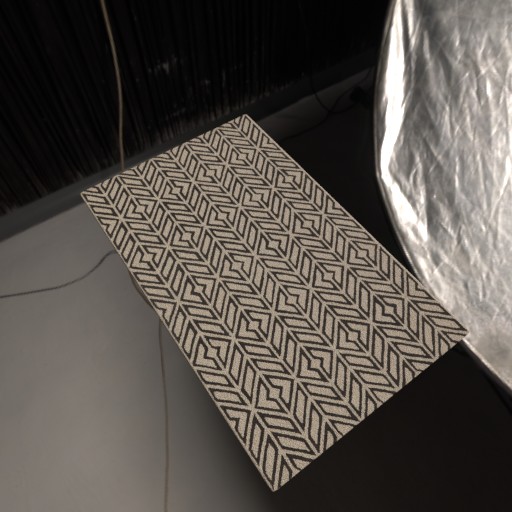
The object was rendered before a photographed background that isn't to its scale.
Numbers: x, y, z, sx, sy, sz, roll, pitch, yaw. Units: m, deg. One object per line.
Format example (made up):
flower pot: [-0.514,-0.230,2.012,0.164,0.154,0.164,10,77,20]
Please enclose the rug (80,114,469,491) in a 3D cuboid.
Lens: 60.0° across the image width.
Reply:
rug: [0.000,0.000,3.033,1.523,0.008,2.438,-31,63,-18]
